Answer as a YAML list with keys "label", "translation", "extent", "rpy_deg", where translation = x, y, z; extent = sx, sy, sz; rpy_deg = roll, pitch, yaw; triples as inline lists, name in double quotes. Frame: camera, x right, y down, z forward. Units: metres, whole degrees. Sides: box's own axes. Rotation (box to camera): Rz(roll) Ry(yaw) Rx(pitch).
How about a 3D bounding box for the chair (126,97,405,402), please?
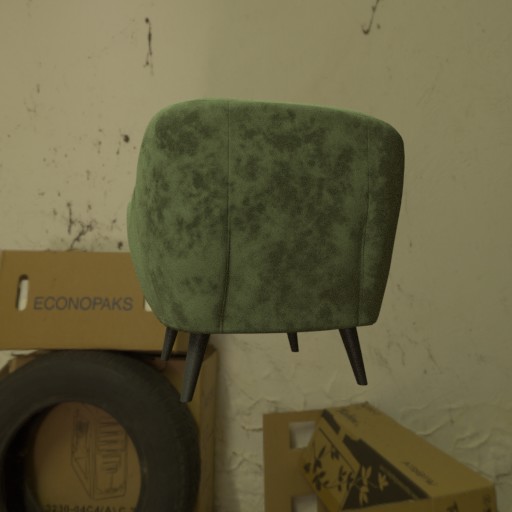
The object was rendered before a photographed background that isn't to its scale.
- label: "chair"
  translation: [0.000, 0.000, 1.520]
  extent: [0.840, 0.804, 0.819]
  rpy_deg: [0, -1, -18]
